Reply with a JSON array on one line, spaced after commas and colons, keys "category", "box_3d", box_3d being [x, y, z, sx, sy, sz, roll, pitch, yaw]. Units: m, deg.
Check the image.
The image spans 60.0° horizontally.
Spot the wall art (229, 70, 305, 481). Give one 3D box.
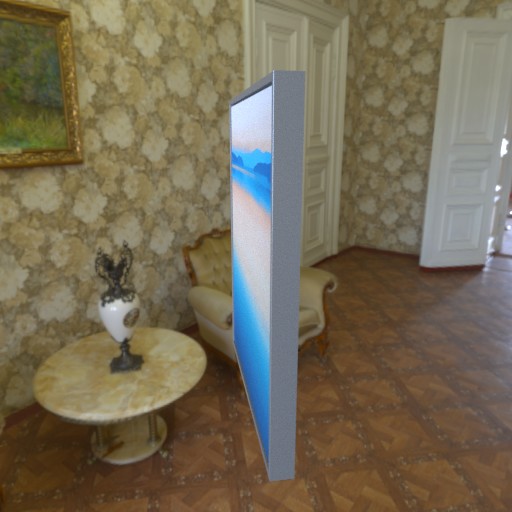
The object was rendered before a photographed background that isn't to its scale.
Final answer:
[{"category": "wall art", "box_3d": [0.000, 0.000, 0.788, 0.037, 0.554, 0.453, -3, 15, -9]}]
